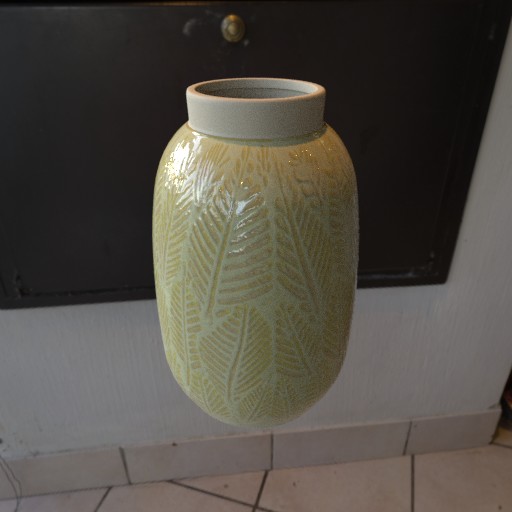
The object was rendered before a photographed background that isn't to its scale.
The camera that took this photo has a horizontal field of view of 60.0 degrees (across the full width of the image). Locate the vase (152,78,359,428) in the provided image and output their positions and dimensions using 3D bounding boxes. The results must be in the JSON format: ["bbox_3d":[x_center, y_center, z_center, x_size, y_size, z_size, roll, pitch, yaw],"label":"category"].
[{"bbox_3d":[0.000,0.000,0.375,0.172,0.270,0.172,0,30,0],"label":"vase"}]
